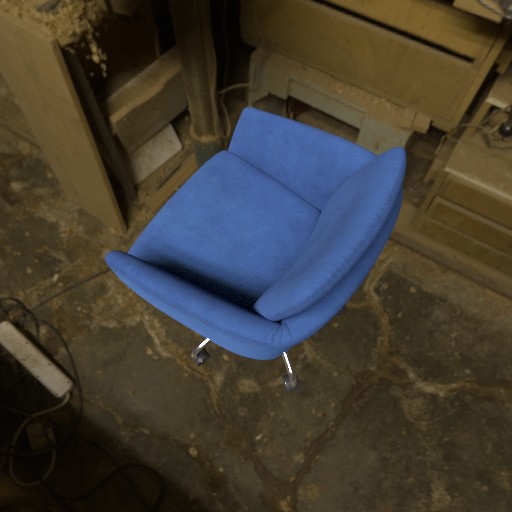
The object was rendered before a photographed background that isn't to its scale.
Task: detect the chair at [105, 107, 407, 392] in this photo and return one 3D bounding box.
[{"bbox_3d":[0.000,0.000,1.340,0.635,0.908,0.641,31,67,15],"label":"chair"}]
